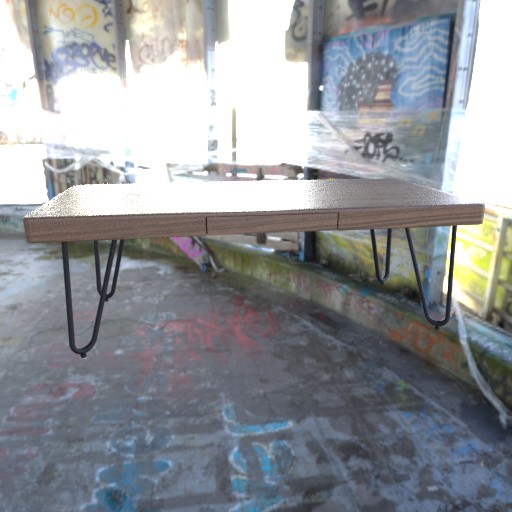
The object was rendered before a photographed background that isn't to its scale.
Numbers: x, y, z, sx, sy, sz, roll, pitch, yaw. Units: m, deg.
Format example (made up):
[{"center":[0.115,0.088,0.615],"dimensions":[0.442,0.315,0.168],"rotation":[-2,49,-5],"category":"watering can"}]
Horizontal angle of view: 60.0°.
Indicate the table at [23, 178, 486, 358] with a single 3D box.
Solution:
[{"center":[0.000,0.000,1.649],"dimensions":[1.375,0.468,0.637],"rotation":[-3,17,-9],"category":"table"}]
